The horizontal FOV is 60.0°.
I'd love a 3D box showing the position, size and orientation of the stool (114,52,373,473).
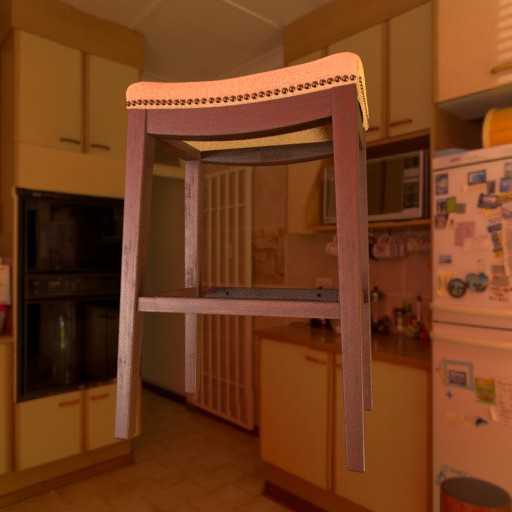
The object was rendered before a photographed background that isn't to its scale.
[{"bbox_3d":[0.000,0.000,1.026,0.509,0.768,0.363,0,0,17],"label":"stool"}]
